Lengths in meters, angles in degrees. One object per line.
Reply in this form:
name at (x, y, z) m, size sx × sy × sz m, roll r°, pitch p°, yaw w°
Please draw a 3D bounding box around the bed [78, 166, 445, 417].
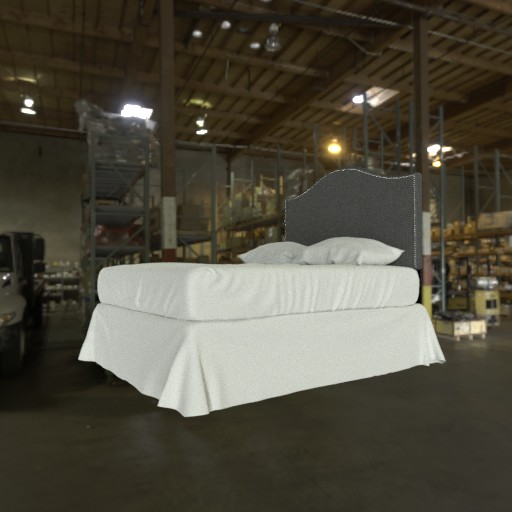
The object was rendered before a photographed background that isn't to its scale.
bed at (0.000, 0.000, 3.445) m, size 2.221 × 1.645 × 1.876 m, roll 1°, pitch -2°, yaw -36°
